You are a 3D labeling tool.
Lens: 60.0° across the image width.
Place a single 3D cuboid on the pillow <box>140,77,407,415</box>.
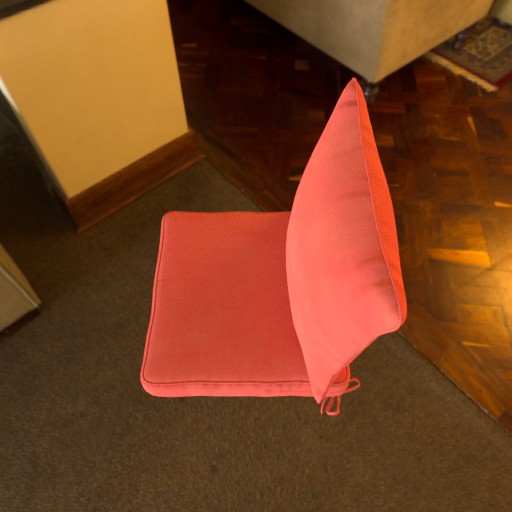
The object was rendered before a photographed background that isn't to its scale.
[{"bbox_3d":[0.000,0.000,1.359,0.733,0.725,0.798,0,58,0],"label":"pillow"}]
